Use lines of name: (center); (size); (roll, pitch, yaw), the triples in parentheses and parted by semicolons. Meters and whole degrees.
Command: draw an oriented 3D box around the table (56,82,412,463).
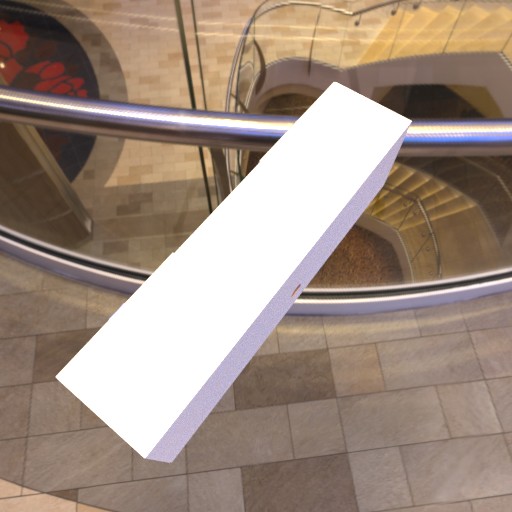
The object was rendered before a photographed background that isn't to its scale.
table: (0.000, 0.000, 1.757); (0.400, 0.440, 1.550); (34, 68, 16)
